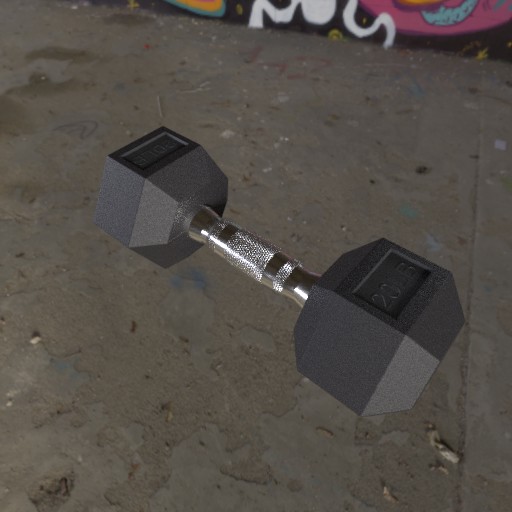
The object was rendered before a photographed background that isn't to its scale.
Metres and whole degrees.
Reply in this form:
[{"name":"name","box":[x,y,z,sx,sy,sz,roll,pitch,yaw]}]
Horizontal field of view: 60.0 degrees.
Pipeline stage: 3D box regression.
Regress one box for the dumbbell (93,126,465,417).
[{"name":"dumbbell","box":[0.000,0.000,0.342,0.297,0.101,0.116,32,54,26]}]
